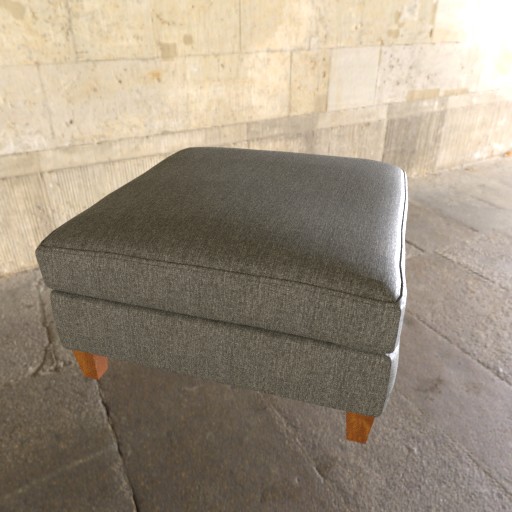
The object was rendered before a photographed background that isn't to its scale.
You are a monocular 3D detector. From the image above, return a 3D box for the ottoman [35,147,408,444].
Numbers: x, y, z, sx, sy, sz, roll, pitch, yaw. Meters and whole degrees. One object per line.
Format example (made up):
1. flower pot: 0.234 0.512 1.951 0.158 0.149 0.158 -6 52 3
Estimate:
1. ottoman: 0.000 0.000 1.330 0.838 0.481 0.838 8 30 14
